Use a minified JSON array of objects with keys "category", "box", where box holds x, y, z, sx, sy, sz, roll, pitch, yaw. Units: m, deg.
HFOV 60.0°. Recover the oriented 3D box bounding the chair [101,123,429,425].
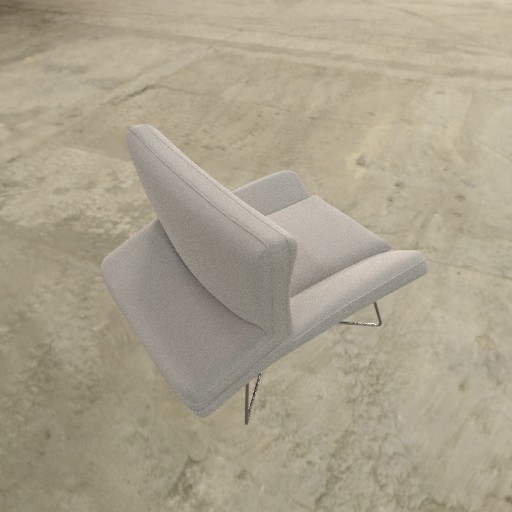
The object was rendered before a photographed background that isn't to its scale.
[{"category":"chair","box":[0.000,0.000,1.660,1.008,0.855,0.859,-24,45,-26]}]
